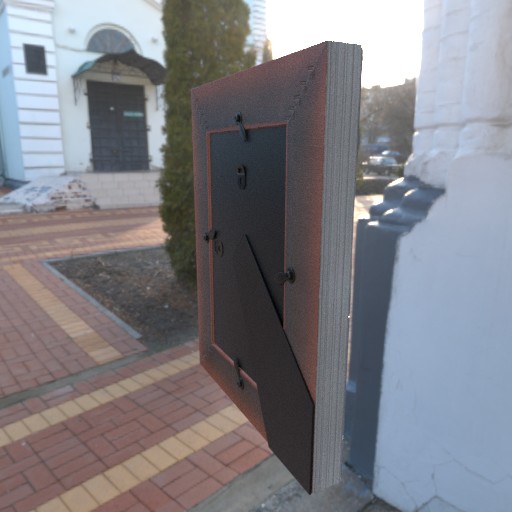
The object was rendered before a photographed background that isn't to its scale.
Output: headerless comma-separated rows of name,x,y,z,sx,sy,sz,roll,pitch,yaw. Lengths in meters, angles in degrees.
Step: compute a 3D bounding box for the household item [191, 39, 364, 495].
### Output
household item,0.000,0.000,0.279,0.025,0.216,0.165,-7,15,-27
